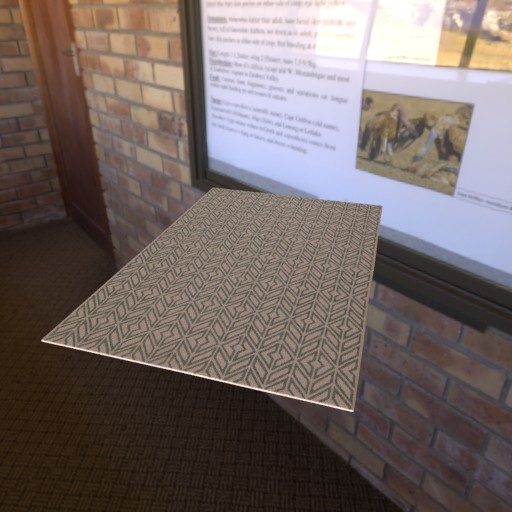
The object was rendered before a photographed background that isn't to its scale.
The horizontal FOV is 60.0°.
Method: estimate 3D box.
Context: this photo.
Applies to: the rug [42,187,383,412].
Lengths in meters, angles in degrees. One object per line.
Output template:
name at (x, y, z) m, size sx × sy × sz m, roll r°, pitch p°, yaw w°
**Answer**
rug at (0.000, 0.000, 2.362) m, size 1.220 × 0.007 × 1.828 m, roll 8°, pitch 30°, yaw 15°
